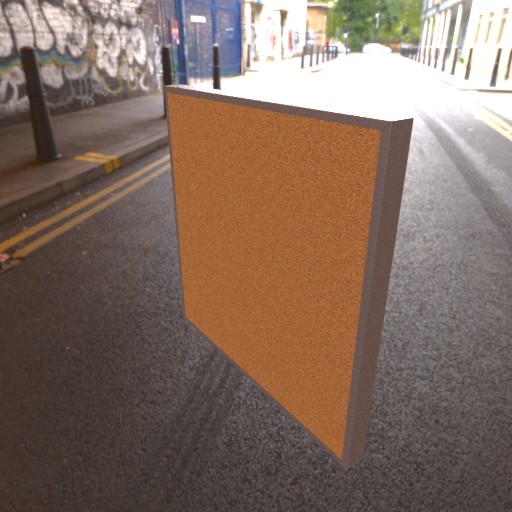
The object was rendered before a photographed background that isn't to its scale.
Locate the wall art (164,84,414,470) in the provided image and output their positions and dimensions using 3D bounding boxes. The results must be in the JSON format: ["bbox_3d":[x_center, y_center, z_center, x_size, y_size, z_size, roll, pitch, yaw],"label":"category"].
[{"bbox_3d":[0.000,0.000,0.514,0.028,0.349,0.349,-18,31,-33],"label":"wall art"}]
